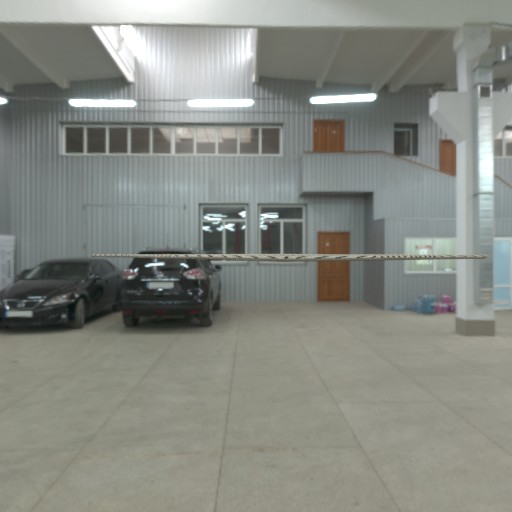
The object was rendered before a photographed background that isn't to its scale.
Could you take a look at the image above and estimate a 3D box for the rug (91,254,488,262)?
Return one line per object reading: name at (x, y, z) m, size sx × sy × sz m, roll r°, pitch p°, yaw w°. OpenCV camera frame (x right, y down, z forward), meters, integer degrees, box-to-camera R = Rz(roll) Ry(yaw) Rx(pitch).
rug at (0.000, 0.000, 3.049) m, size 1.539 × 0.023 × 2.406 m, roll 0°, pitch 1°, yaw -36°
